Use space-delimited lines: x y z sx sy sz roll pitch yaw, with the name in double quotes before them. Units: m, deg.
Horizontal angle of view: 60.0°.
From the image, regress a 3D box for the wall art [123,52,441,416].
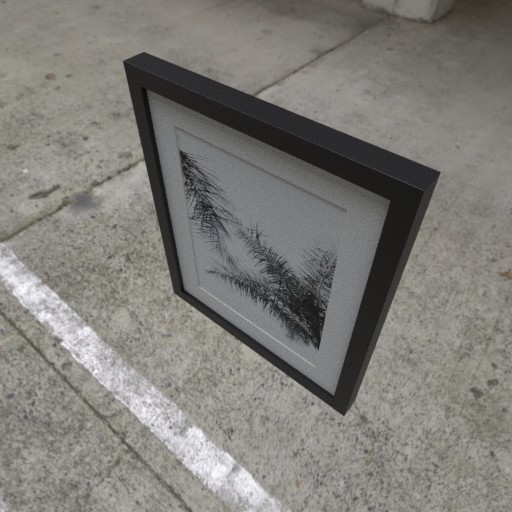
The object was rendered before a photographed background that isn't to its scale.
"wall art" 0.000 0.000 0.525 0.325 0.380 0.028 31 55 25
